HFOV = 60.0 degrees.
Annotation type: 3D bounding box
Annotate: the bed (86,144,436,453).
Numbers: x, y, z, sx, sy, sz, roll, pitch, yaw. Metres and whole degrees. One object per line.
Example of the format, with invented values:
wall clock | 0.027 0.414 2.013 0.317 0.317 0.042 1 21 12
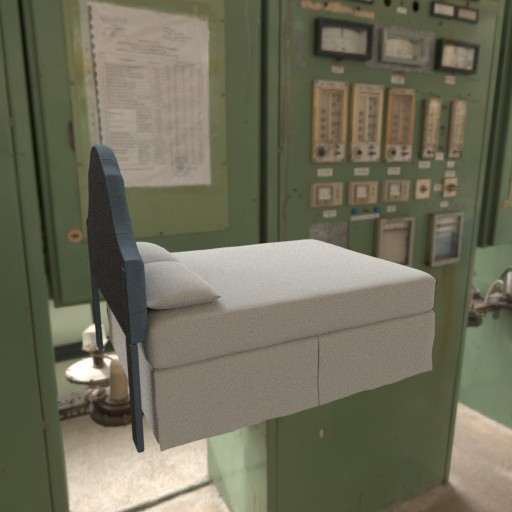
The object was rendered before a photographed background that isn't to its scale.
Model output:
bed | 0.000 0.000 3.267 2.155 1.575 1.636 -7 14 -26
